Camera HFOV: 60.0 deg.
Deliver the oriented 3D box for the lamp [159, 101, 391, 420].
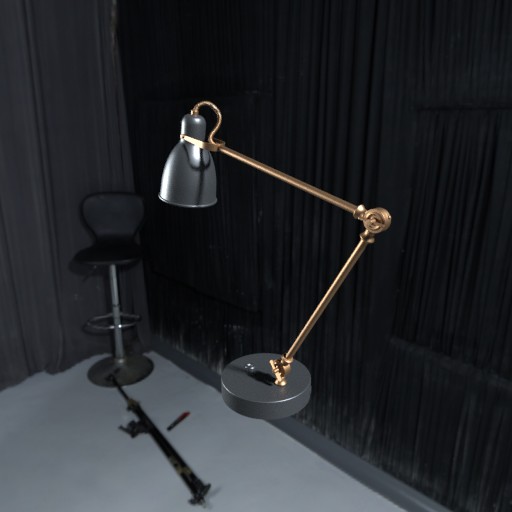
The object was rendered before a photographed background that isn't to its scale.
[{"bbox_3d":[0.000,0.000,0.873,0.187,0.587,0.561,-16,23,-42],"label":"lamp"}]
